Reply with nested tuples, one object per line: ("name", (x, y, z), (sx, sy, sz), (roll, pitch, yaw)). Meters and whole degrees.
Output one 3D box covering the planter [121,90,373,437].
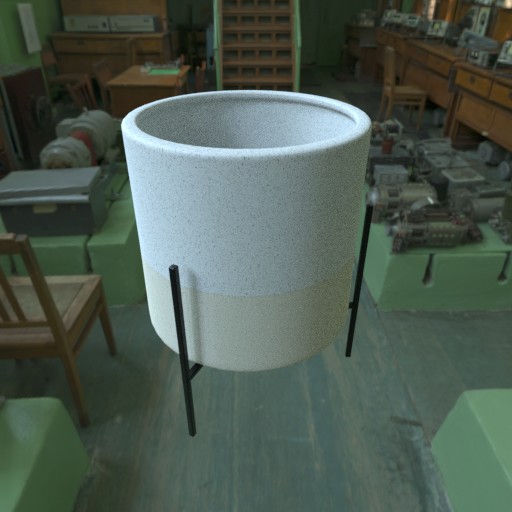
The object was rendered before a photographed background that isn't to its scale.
("planter", (0.000, 0.000, 0.671), (0.335, 0.423, 0.313), (-1, 32, -2))
